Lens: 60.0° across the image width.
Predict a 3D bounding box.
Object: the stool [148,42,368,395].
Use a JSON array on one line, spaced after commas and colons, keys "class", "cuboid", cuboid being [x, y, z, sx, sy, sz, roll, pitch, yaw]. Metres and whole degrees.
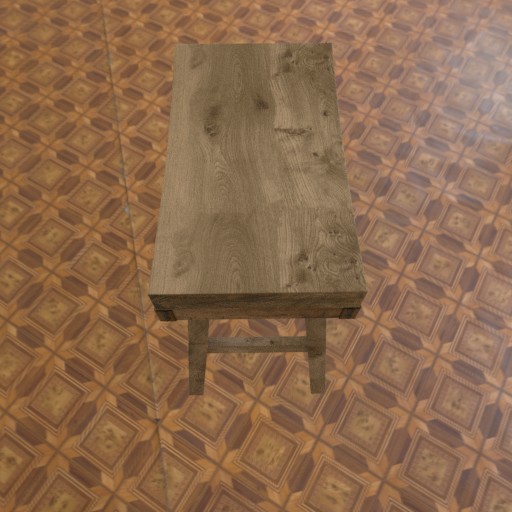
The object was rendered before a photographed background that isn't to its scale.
[{"class": "stool", "cuboid": [0.000, 0.000, 0.892, 0.330, 0.635, 0.450, -1, 62, 0]}]
